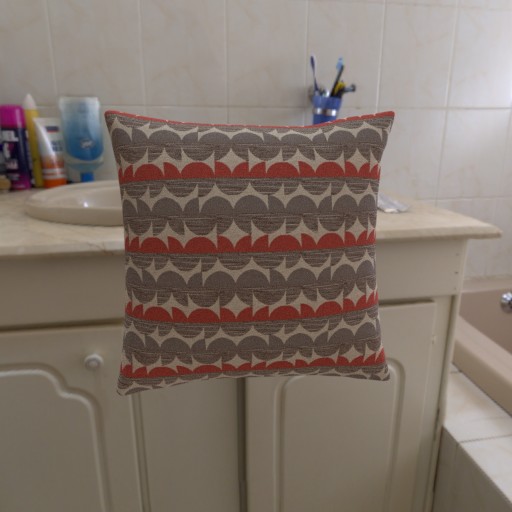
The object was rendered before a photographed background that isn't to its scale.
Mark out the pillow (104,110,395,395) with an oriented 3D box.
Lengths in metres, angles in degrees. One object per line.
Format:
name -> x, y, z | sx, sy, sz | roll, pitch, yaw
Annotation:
pillow -> 0.000, 0.000, 0.653 | 0.420, 0.410, 0.180 | -2, 16, -7
